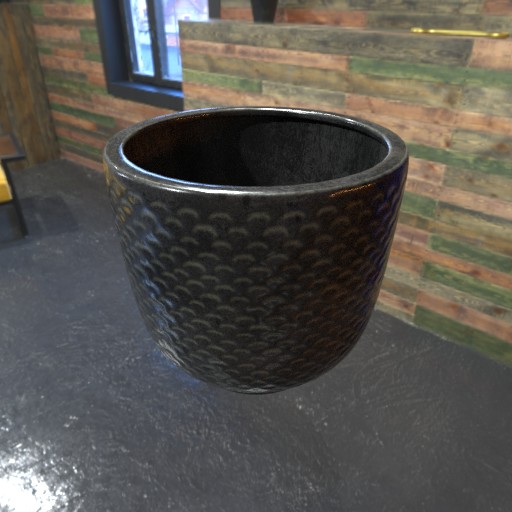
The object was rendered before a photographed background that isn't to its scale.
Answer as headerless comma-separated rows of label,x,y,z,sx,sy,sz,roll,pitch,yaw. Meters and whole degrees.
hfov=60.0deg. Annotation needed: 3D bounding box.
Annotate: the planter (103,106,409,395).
planter,0.000,0.000,0.240,0.140,0.129,0.140,0,31,0
